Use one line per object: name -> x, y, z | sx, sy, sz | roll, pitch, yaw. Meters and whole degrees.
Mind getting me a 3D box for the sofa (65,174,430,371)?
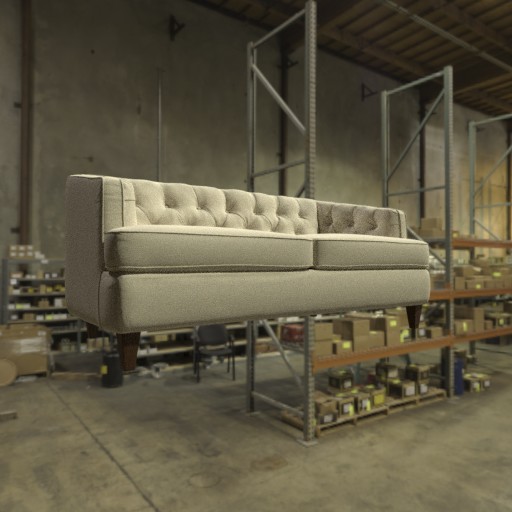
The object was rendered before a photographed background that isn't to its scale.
sofa -> 0.000, 0.000, 2.262 | 1.733, 0.855, 0.941 | 1, -1, -36
